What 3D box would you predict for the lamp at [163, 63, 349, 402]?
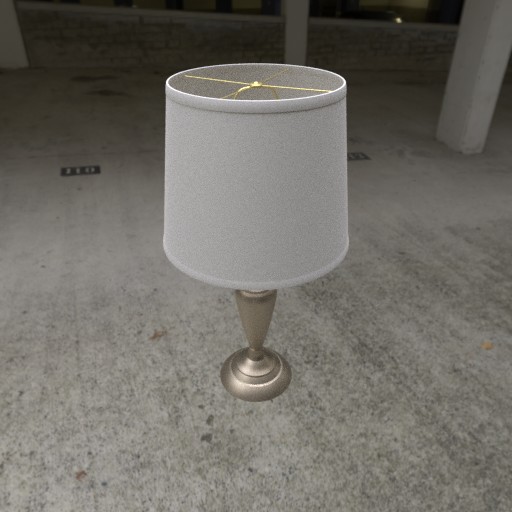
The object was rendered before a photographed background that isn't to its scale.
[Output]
[{"bbox_3d":[0.000,0.000,0.820,0.328,0.619,0.328,0,33,0],"label":"lamp"}]
